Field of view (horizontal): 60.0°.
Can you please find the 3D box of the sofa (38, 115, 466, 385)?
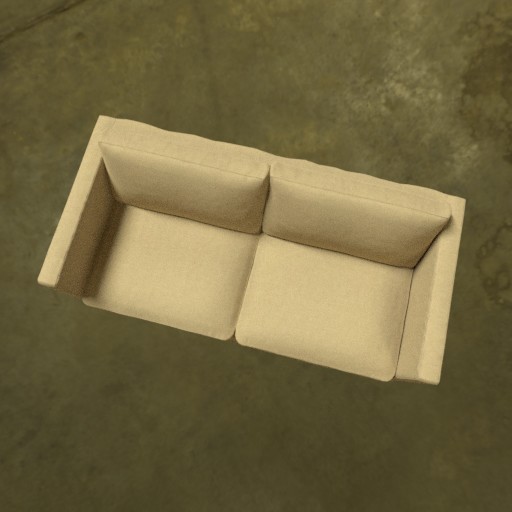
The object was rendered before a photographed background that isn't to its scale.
[{"bbox_3d":[0.000,0.000,2.420,1.959,0.835,0.962,14,77,3],"label":"sofa"}]
